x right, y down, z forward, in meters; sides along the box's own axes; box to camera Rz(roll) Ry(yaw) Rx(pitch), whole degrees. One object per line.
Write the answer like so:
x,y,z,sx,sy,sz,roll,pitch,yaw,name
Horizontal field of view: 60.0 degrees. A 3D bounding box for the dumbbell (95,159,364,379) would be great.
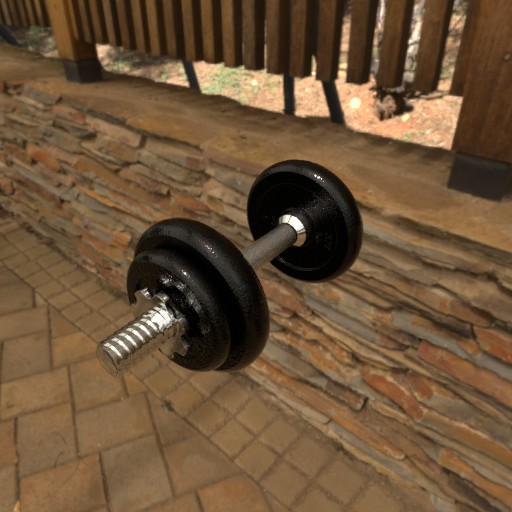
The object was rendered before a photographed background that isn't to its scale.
0.000,0.000,0.609,0.202,0.202,0.497,22,38,31,dumbbell
